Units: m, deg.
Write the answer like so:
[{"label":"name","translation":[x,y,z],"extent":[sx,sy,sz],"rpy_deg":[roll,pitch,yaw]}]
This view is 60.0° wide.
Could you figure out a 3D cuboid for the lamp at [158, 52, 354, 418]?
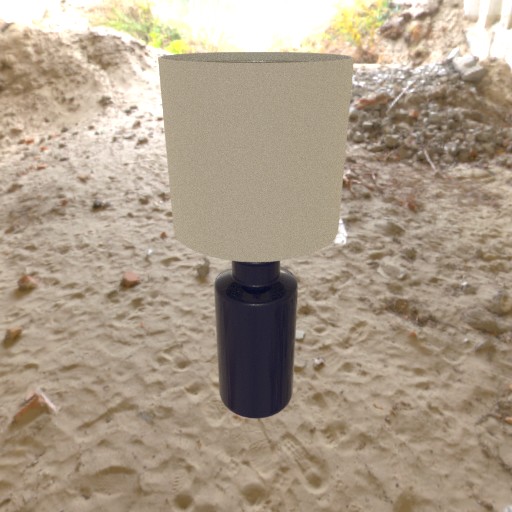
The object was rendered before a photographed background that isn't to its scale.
[{"label":"lamp","translation":[0.000,0.000,0.599],"extent":[0.212,0.493,0.212],"rpy_deg":[-18,32,-31]}]
